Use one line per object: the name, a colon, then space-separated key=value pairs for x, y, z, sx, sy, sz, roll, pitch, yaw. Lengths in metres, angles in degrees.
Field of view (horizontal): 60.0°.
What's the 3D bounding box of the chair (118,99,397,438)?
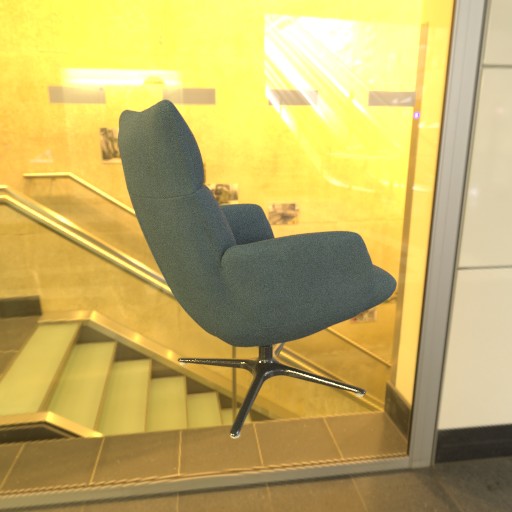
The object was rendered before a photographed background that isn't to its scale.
chair: x=0.000 y=0.000 z=1.610 sx=0.889 sy=1.016 sz=0.711 roll=-8 pitch=17 yaw=-26
